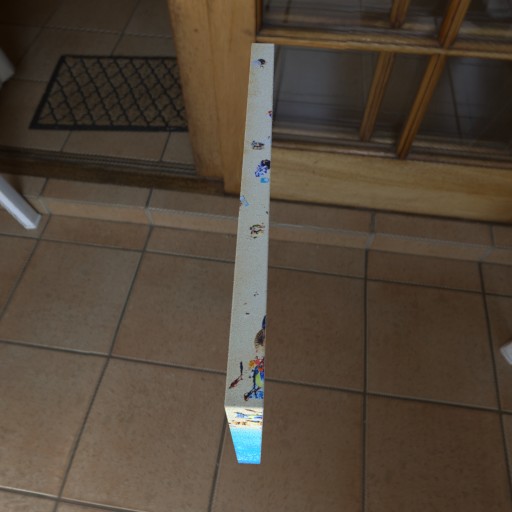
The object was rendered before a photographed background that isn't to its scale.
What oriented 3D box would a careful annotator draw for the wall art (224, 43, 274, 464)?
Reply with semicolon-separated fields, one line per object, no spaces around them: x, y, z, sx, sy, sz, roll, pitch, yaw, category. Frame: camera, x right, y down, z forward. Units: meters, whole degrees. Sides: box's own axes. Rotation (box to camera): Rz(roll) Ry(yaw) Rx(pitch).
0.000;0.000;1.132;0.057;0.595;0.894;2;58;1;wall art
